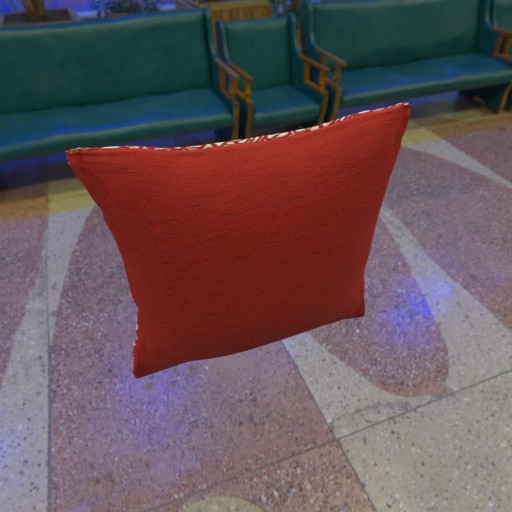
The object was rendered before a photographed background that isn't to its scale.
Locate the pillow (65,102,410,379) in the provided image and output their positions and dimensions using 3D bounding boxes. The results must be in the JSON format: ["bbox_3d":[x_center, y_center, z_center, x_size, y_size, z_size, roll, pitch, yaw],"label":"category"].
[{"bbox_3d":[0.000,0.000,0.669,0.438,0.419,0.162,-12,42,-14],"label":"pillow"}]
